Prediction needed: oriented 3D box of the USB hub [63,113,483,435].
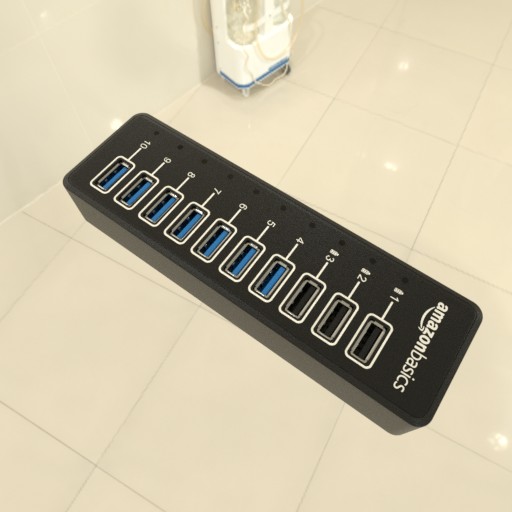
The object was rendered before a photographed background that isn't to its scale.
[{"bbox_3d":[0.000,0.000,0.158,0.145,0.023,0.044,33,67,16],"label":"USB hub"}]
